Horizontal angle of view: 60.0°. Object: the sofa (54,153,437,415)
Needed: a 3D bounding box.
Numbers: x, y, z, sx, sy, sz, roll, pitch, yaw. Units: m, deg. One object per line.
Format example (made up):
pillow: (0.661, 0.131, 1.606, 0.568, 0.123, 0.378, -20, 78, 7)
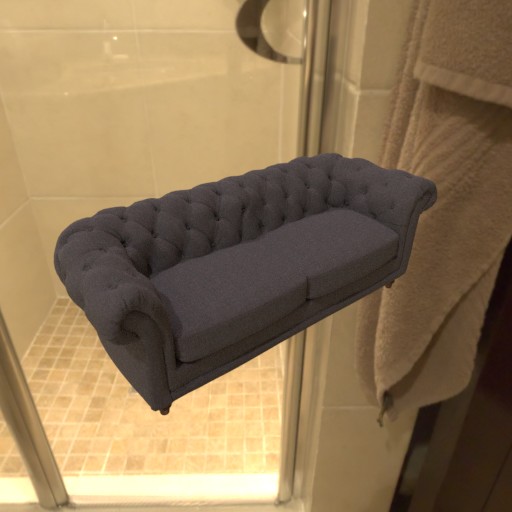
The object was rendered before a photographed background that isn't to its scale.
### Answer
sofa: (0.000, 0.000, 2.841, 2.335, 0.836, 1.046, -22, 37, -32)
